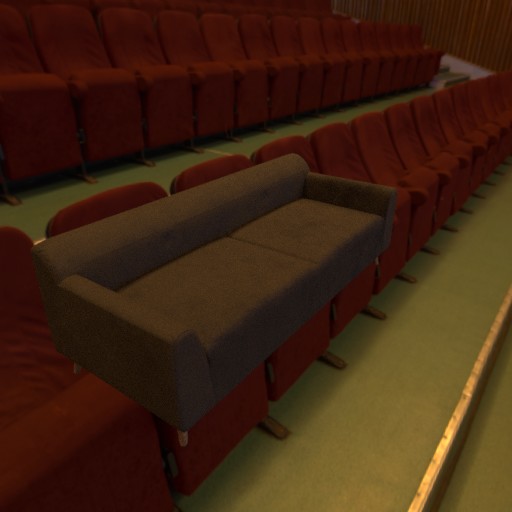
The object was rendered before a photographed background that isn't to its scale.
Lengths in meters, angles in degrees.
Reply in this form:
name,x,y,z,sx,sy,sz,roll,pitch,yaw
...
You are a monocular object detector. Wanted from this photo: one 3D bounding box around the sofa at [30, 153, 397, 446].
name,x,y,z,sx,sy,sz,roll,pitch,yaw
sofa,0.000,0.000,2.658,0.900,0.740,2.190,18,31,32
